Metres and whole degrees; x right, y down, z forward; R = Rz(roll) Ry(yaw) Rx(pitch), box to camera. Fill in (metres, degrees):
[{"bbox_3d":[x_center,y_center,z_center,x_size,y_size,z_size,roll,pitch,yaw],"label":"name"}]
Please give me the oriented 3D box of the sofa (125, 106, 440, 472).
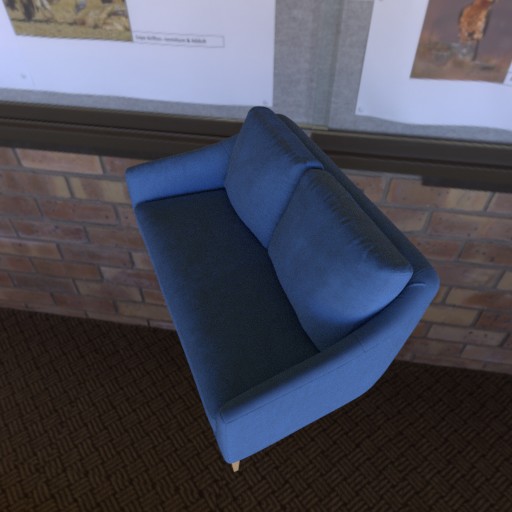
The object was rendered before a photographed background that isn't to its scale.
[{"bbox_3d":[0.000,0.000,2.199,0.960,0.902,1.619,-17,48,-16],"label":"sofa"}]
